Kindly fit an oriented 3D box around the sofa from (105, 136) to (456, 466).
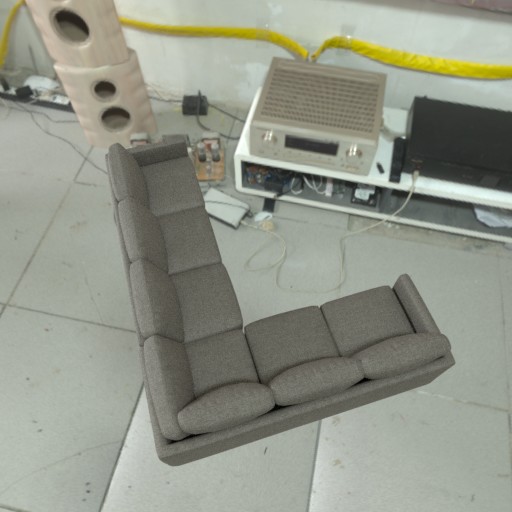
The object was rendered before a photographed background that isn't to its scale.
[{"bbox_3d":[0.000,0.000,4.537,2.593,0.947,3.302,-15,61,-9],"label":"sofa"}]
